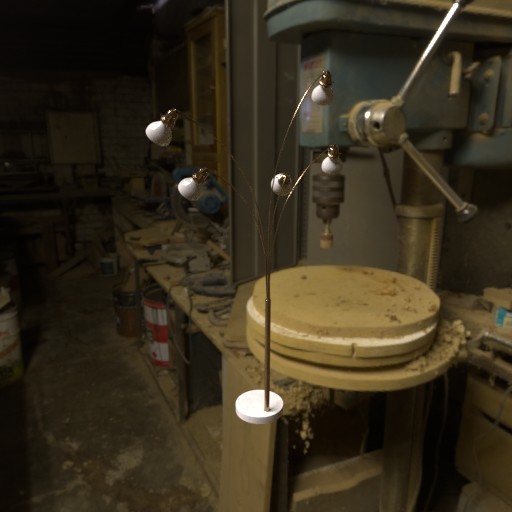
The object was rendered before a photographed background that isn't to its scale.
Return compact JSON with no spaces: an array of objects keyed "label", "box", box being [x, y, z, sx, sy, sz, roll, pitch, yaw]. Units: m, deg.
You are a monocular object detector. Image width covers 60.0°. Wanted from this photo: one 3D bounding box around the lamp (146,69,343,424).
[{"label":"lamp","box":[0.000,0.000,3.046,1.405,2.423,0.361,-7,16,-25]}]
